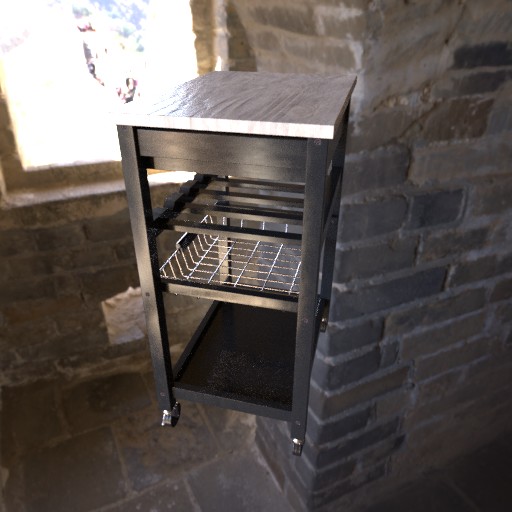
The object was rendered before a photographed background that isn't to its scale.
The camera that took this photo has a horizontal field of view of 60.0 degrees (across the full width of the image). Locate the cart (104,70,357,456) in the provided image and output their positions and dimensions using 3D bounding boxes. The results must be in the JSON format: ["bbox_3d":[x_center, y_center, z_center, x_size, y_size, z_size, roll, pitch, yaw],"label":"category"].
[{"bbox_3d":[0.000,0.000,1.179,0.403,0.839,0.584,7,30,13],"label":"cart"}]
